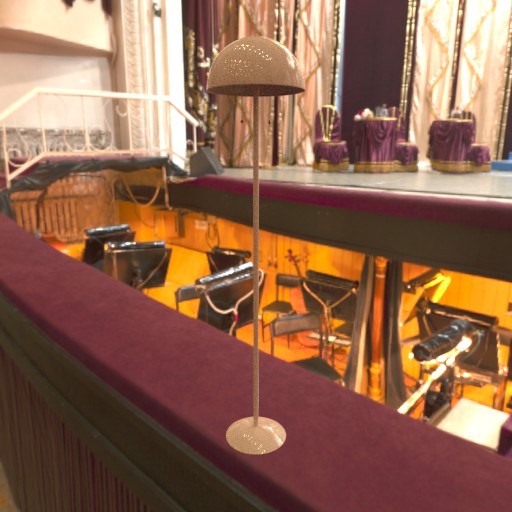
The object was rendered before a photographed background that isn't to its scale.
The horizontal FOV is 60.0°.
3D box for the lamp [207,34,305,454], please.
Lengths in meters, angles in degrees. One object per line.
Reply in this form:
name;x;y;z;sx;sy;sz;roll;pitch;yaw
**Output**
lamp;0.000;0.000;1.612;0.328;1.480;0.328;13;19;42
